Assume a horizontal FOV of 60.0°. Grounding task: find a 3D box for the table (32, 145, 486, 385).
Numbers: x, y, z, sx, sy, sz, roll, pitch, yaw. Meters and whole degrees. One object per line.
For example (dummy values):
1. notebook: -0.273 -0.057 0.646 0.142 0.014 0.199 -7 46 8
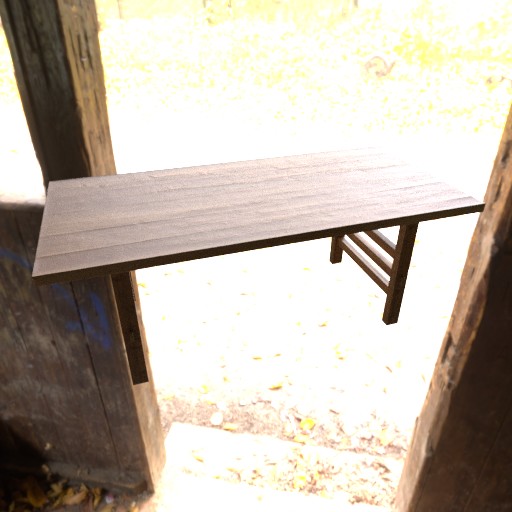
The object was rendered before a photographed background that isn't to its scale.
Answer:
1. table: 0.000 0.000 2.436 2.003 0.760 0.952 -10 33 -15
